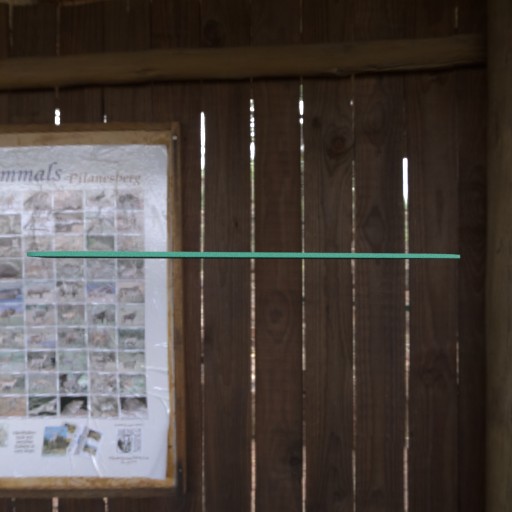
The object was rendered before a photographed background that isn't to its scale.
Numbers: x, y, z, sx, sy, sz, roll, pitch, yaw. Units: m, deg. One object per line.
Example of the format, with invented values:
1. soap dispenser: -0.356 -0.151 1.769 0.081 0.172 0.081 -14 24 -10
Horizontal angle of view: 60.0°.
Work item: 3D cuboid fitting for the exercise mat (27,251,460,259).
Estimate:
1. exercise mat: 0.000 0.000 2.085 1.869 0.021 0.616 0 -1 -17
